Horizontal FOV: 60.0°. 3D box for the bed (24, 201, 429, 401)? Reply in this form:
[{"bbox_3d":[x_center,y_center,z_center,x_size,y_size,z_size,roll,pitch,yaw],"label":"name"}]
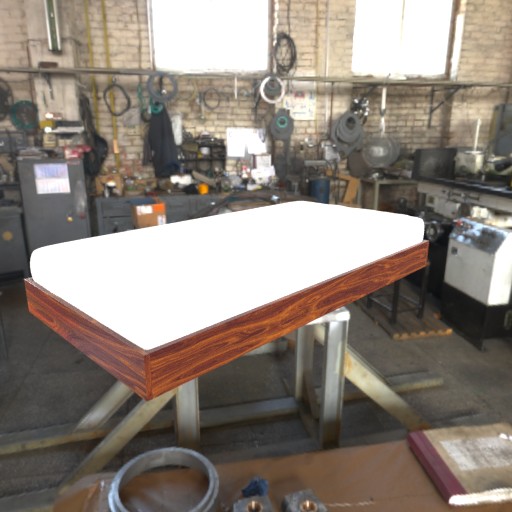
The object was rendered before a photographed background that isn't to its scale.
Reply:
[{"bbox_3d":[0.000,0.000,2.205,0.940,0.312,1.860,15,22,42],"label":"bed"}]
